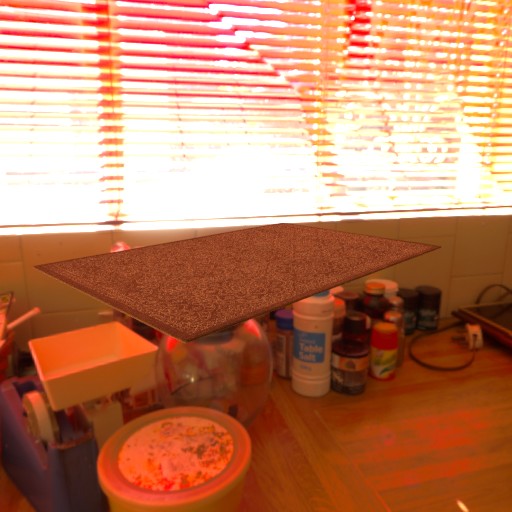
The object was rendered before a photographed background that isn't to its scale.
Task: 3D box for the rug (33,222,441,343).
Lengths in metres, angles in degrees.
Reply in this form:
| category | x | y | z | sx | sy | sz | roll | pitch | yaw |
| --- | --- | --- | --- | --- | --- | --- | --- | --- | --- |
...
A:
| category | x | y | z | sx | sy | sz | roll | pitch | yaw |
| --- | --- | --- | --- | --- | --- | --- | --- | --- | --- |
| rug | 0.000 | 0.000 | 2.345 | 1.219 | 0.010 | 1.829 | 13 | 19 | 43 |
